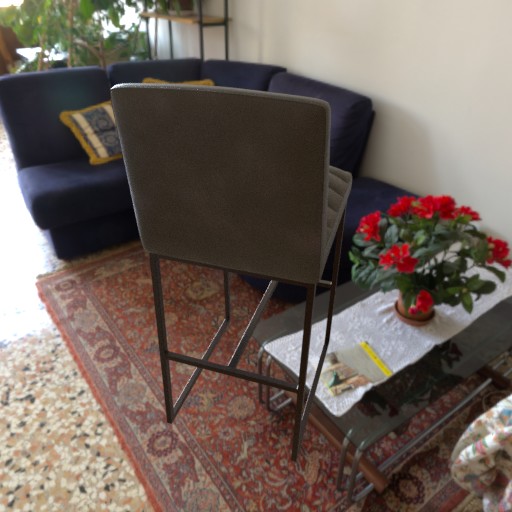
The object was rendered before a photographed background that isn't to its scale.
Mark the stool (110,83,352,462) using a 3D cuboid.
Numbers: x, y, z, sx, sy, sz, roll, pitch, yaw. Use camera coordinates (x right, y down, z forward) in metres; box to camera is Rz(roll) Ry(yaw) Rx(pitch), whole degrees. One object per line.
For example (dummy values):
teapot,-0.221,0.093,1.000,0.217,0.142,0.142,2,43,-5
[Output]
stool,0.000,0.000,1.318,0.463,1.065,0.562,10,35,15
